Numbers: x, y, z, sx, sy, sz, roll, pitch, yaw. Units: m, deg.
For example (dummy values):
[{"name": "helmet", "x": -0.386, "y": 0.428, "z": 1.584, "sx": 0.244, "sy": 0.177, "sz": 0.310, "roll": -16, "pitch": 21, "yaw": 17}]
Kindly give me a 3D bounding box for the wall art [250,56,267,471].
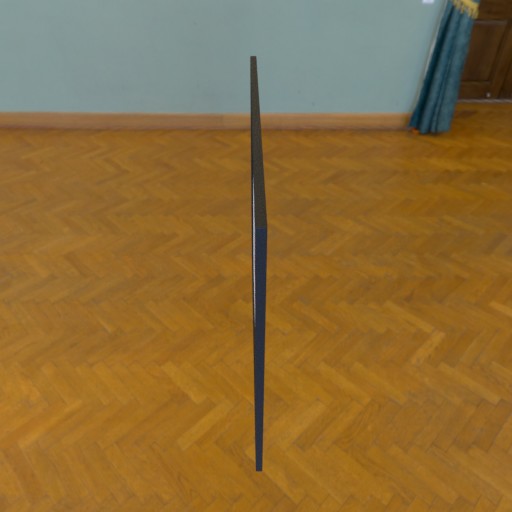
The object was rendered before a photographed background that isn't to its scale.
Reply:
[{"name": "wall art", "x": 0.000, "y": 0.000, "z": 0.842, "sx": 0.012, "sy": 0.558, "sz": 0.562, "roll": -1, "pitch": 41, "yaw": -1}]
